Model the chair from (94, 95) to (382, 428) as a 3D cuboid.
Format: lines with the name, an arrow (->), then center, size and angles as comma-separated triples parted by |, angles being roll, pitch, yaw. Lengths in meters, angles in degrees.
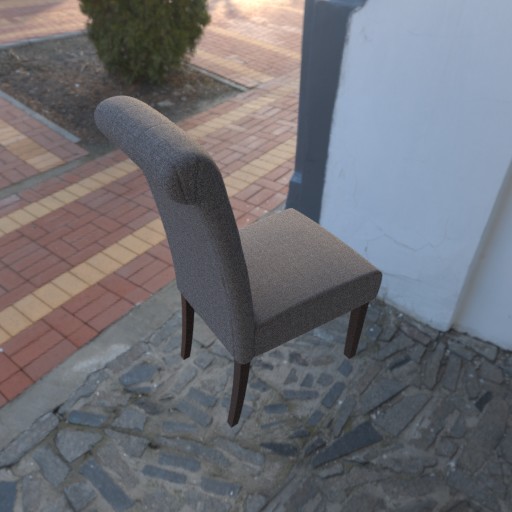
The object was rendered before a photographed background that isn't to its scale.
chair -> 0.000, 0.000, 1.353 | 0.671, 1.006, 0.456 | -24, 45, -26
